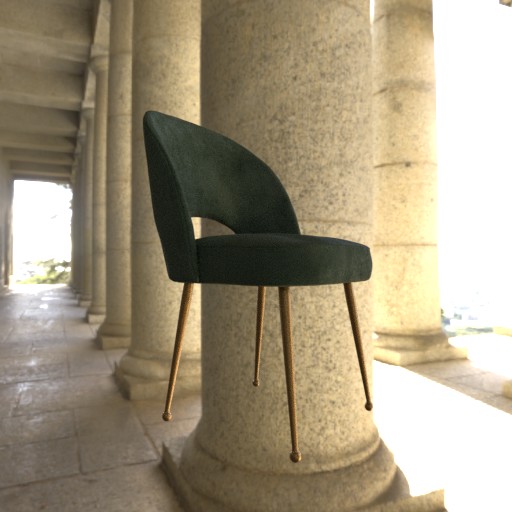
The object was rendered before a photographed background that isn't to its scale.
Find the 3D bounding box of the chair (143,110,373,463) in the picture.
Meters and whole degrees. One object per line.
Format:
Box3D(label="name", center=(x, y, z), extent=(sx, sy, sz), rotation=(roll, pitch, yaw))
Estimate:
Box3D(label="chair", center=(0.000, 0.000, 1.231), extent=(0.577, 0.860, 0.527), rotation=(0, 0, 37))
